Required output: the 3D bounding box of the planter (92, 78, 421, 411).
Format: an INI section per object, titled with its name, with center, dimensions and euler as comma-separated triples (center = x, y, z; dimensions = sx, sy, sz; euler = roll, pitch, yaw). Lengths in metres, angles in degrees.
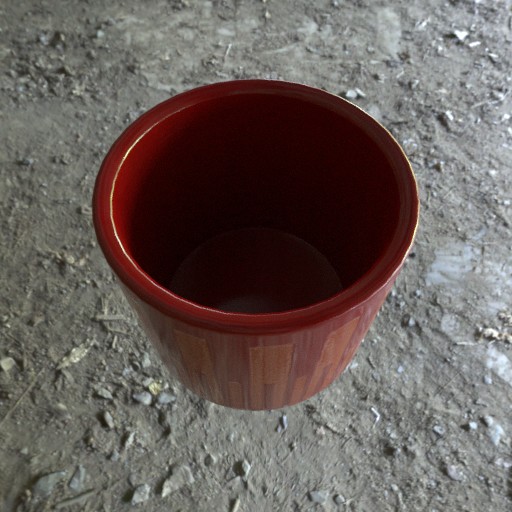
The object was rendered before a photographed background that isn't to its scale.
[planter]
center = 0.000, 0.000, 0.397
dimensions = 0.230, 0.202, 0.230
euler = 0, 58, 0
